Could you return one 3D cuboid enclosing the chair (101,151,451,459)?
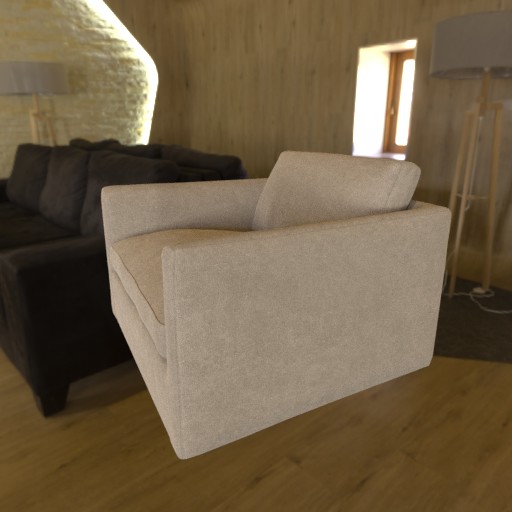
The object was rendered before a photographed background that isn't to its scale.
[{"bbox_3d":[0.000,0.000,1.861,1.091,0.845,1.190,-8,19,-25],"label":"chair"}]
